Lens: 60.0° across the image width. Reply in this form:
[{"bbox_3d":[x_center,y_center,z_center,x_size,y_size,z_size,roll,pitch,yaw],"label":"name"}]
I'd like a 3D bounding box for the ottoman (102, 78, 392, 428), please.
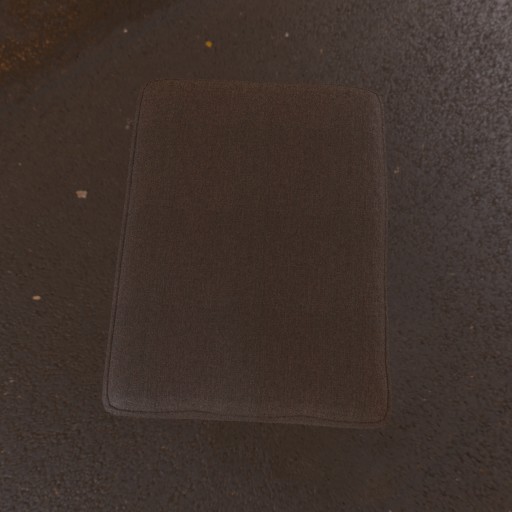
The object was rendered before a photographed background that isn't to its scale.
[{"bbox_3d":[0.000,0.000,1.208,0.639,0.496,0.826,3,76,1],"label":"ottoman"}]
